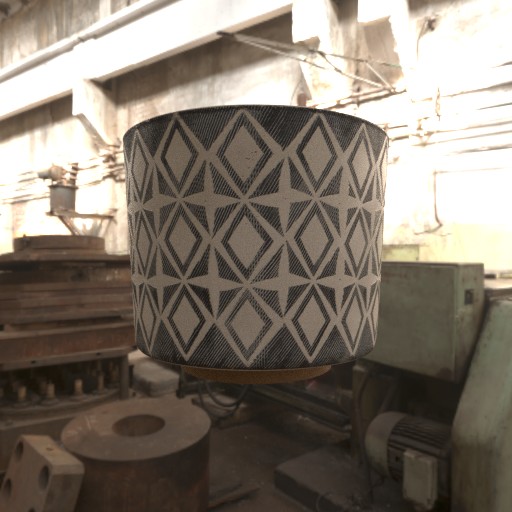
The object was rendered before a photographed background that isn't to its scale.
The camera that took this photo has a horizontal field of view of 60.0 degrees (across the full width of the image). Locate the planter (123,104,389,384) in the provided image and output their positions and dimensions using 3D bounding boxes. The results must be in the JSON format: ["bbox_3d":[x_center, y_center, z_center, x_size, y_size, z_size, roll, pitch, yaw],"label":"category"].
[{"bbox_3d":[0.000,0.000,0.451,0.260,0.220,0.260,0,-1,0],"label":"planter"}]
